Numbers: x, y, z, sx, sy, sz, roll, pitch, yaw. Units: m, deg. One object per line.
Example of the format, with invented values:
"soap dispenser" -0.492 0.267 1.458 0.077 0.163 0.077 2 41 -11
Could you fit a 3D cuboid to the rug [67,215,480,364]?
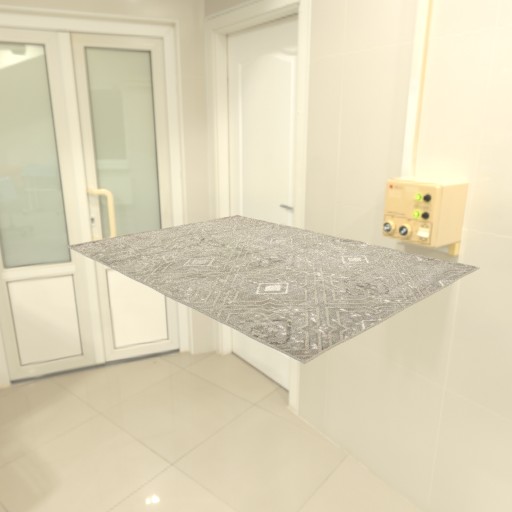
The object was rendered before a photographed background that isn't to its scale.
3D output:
"rug" 0.000 0.000 4.391 2.448 0.020 3.359 -15 22 -41
